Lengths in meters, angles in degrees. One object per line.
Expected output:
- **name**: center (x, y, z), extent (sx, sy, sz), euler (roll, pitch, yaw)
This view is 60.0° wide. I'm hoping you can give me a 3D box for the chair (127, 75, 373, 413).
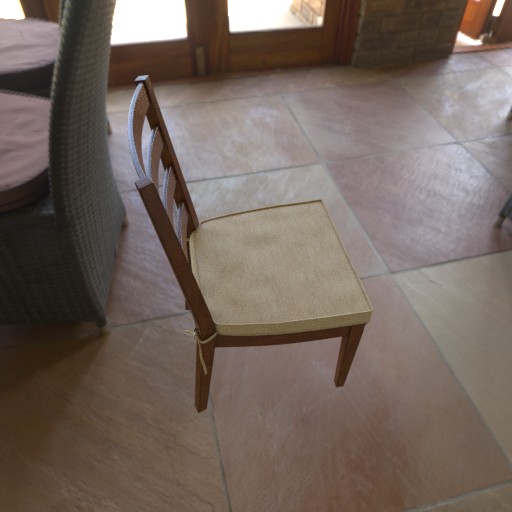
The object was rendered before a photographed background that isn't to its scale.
- **chair**: center (0.000, 0.000, 1.391), extent (0.595, 0.979, 0.593), euler (-8, 46, -7)
